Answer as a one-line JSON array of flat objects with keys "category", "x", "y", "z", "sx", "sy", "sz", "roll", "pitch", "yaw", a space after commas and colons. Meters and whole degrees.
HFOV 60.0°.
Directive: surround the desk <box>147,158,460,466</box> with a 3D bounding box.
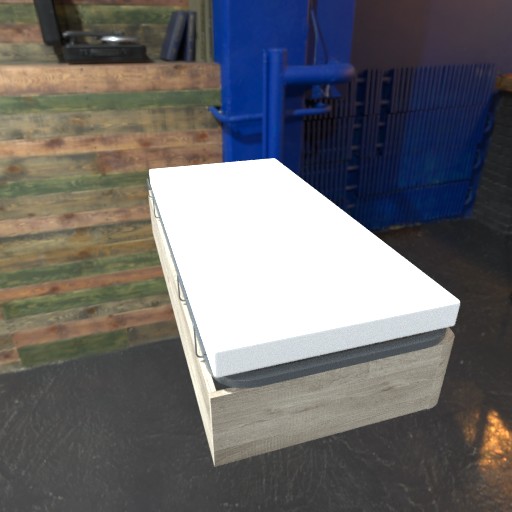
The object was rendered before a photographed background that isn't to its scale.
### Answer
[{"category": "desk", "x": 0.000, "y": 0.000, "z": 2.248, "sx": 0.900, "sy": 0.455, "sz": 1.900, "roll": -8, "pitch": 29, "yaw": -15}]
